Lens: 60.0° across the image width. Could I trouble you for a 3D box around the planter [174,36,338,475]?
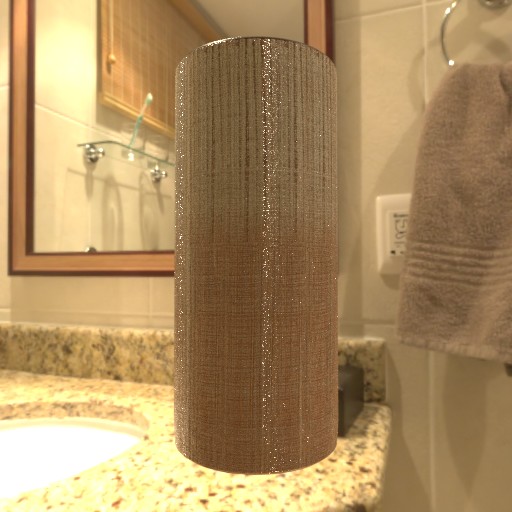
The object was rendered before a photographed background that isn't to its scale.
[{"bbox_3d":[0.000,0.000,0.276,0.100,0.227,0.100,0,-1,-17],"label":"planter"}]
